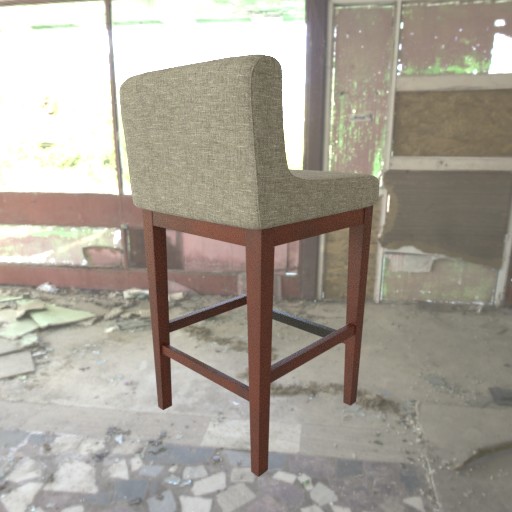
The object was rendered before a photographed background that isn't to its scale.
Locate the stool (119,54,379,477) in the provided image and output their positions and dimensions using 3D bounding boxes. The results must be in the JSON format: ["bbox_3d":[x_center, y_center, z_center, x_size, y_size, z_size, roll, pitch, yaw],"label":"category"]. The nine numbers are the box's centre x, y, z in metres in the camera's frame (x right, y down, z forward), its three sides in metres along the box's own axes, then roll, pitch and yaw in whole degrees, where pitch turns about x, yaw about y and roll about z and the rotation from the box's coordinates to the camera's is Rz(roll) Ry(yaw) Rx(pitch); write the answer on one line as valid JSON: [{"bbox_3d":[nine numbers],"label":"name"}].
[{"bbox_3d":[0.000,0.000,1.090,0.417,0.835,0.459,14,20,42],"label":"stool"}]
